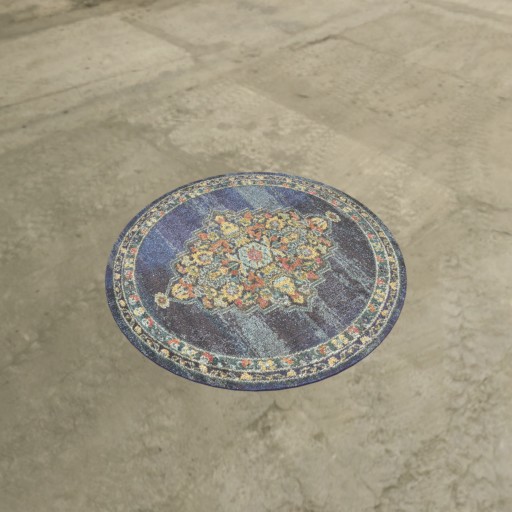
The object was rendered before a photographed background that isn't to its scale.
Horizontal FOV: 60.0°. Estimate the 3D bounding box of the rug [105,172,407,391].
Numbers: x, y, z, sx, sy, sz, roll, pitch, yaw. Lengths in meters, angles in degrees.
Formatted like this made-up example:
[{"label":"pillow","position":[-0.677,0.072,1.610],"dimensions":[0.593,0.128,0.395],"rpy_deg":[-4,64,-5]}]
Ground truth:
[{"label":"rug","position":[0.000,0.000,3.603],"dimensions":[2.386,0.014,2.386],"rpy_deg":[0,45,0]}]
